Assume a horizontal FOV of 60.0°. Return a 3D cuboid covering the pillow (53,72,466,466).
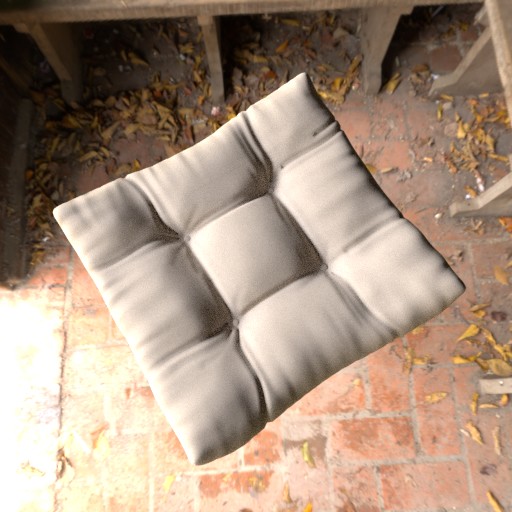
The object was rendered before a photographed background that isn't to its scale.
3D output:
[{"bbox_3d":[0.000,0.000,0.723,0.490,0.128,0.468,-31,77,-8],"label":"pillow"}]
